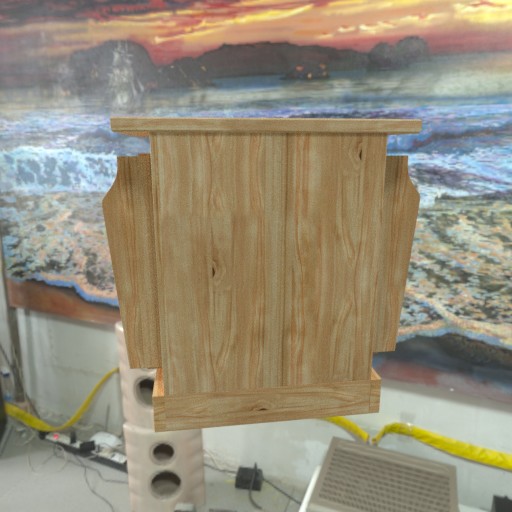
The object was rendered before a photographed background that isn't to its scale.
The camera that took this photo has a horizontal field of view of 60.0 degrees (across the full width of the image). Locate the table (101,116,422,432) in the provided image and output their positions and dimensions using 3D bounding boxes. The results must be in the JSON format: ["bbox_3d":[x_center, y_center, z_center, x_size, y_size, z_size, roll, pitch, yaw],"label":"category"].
[{"bbox_3d":[0.000,0.000,0.901,0.530,0.515,0.380,-2,14,-8],"label":"table"}]
